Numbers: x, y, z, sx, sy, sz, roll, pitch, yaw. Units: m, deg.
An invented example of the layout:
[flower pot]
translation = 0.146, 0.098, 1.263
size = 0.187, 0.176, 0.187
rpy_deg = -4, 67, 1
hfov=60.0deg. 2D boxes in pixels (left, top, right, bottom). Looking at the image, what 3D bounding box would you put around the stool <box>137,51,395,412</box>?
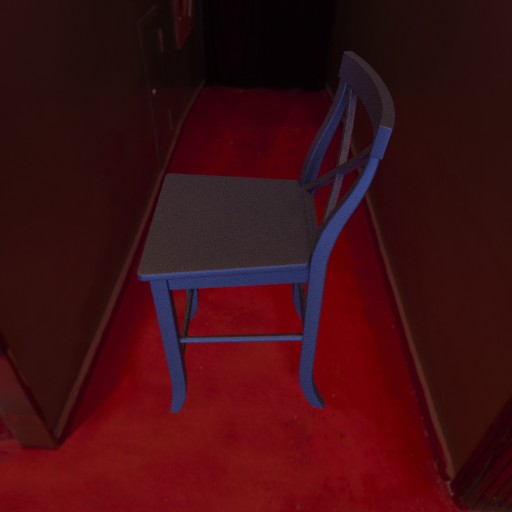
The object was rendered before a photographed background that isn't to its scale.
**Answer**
[stool]
translation = 0.000, 0.000, 1.275
size = 0.559, 0.989, 0.452
rpy_deg = 0, 41, 0
